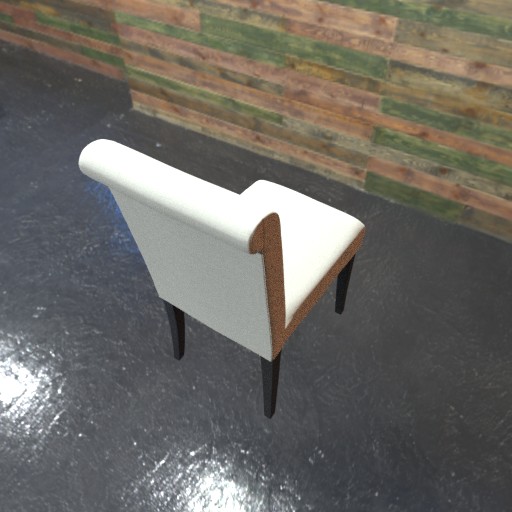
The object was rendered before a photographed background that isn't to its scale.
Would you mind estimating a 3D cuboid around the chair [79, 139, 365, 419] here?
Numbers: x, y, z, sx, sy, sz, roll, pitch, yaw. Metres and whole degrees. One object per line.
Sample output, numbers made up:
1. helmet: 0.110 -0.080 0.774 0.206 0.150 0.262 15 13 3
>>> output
1. chair: 0.000 0.000 1.386 0.452 0.976 0.708 26 52 22
